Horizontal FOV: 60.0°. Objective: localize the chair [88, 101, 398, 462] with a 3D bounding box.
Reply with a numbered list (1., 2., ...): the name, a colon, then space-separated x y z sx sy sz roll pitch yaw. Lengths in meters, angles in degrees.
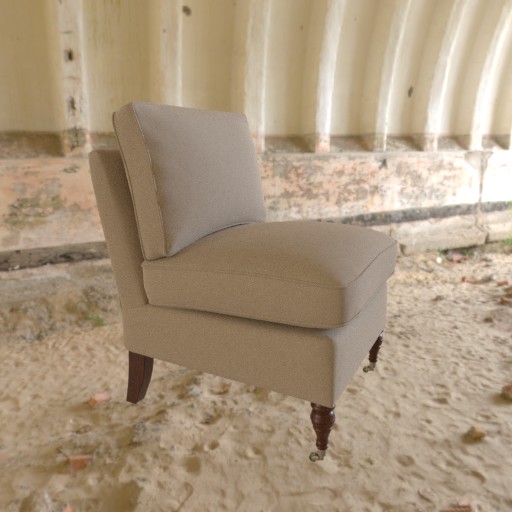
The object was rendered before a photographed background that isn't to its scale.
1. chair: 0.000 0.000 1.633 0.912 1.052 0.724 7 16 27
